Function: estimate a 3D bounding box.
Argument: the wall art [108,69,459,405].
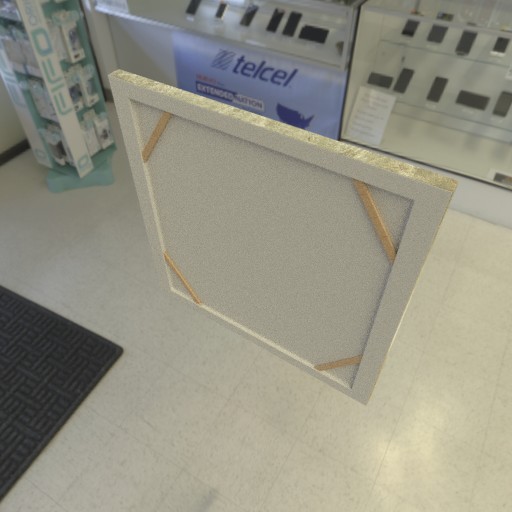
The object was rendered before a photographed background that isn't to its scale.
[{"bbox_3d":[0.000,0.000,1.615,1.092,1.091,0.051,25,52,22],"label":"wall art"}]
